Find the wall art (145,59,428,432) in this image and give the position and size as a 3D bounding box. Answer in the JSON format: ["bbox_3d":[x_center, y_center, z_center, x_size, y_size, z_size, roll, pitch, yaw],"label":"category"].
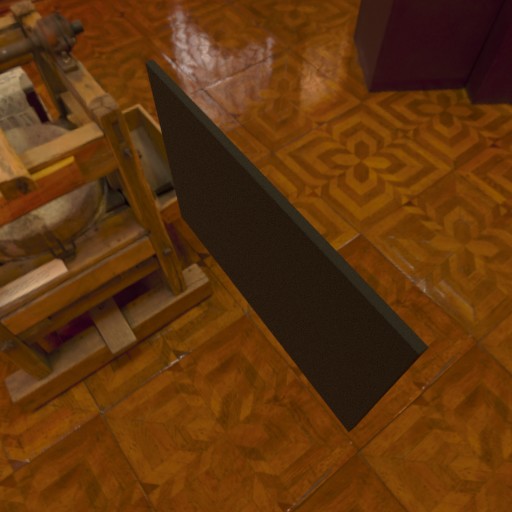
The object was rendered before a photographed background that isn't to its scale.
[{"bbox_3d":[0.000,0.000,1.217,0.026,0.656,0.958,-31,63,-18],"label":"wall art"}]
